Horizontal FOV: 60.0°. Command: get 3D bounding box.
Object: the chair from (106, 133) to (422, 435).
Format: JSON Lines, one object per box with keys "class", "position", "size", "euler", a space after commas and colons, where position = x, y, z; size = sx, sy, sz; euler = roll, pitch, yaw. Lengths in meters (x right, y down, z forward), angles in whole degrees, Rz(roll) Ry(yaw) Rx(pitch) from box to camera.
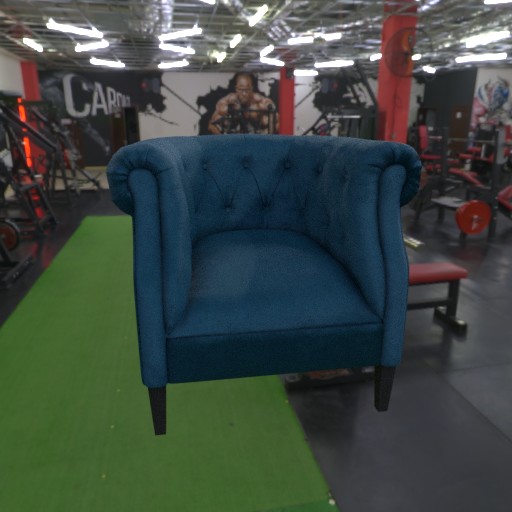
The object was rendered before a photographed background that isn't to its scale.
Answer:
{"class": "chair", "position": [0.000, 0.000, 1.592], "size": [0.904, 0.826, 0.851], "euler": [-3, 18, -9]}
